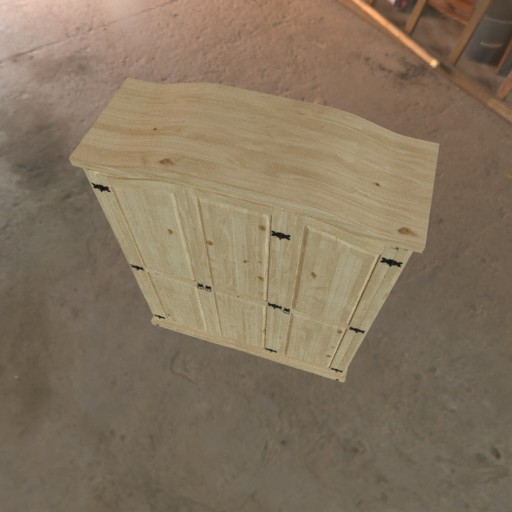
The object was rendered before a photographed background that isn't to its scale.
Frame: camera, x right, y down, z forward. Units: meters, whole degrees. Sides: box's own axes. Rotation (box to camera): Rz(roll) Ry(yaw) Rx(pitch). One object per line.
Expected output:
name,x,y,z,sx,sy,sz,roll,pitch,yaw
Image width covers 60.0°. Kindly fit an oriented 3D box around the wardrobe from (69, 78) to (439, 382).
wardrobe,0.000,0.000,2.646,1.500,1.870,0.570,15,60,9
